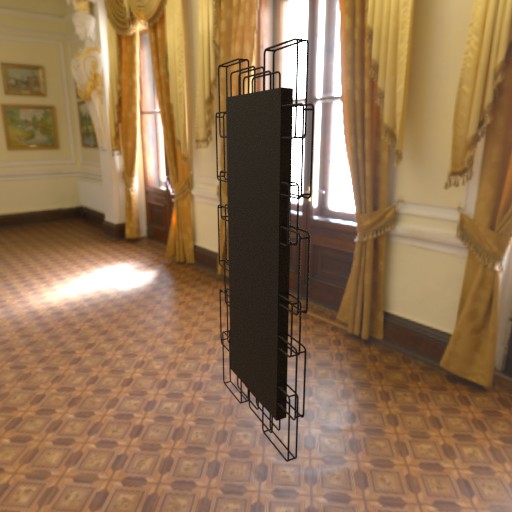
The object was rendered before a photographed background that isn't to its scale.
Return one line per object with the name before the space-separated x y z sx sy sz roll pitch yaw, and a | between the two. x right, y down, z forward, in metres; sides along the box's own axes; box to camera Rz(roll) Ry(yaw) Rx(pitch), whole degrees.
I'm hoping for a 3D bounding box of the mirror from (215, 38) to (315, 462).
mirror | 0.000 0.000 1.418 0.037 1.192 0.565 -8 17 -26
